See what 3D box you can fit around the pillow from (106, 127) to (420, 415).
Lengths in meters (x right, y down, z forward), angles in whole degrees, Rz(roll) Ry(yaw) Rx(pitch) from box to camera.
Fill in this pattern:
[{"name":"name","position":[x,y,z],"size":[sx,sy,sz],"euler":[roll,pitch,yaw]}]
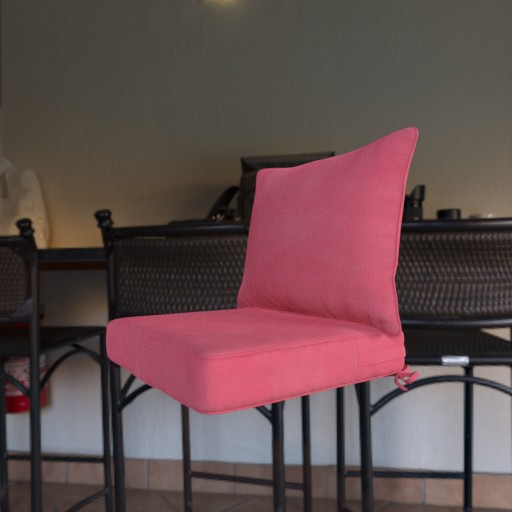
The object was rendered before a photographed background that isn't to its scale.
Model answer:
[{"name":"pillow","position":[0.000,0.000,1.372],"size":[0.733,0.725,0.798],"euler":[0,-1,-35]}]
